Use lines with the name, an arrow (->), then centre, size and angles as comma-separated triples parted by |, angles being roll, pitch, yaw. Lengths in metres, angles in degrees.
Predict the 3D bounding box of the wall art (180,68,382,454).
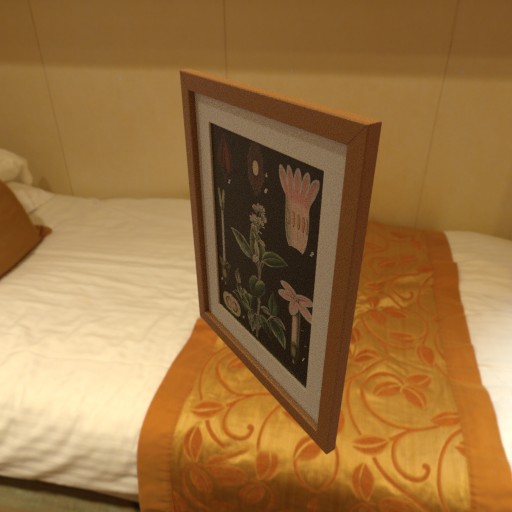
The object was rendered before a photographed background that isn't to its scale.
wall art -> 0.000, 0.000, 0.528 | 0.015, 0.379, 0.310 | -19, 36, -29
